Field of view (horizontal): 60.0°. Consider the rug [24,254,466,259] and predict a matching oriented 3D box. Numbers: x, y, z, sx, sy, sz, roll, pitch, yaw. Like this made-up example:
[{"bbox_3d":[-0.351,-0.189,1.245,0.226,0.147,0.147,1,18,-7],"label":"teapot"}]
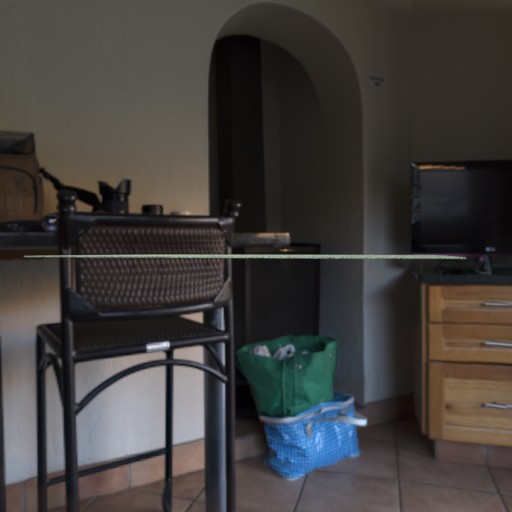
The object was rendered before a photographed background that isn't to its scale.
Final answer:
[{"bbox_3d":[0.000,0.000,2.192,1.747,0.006,1.143,0,1,18],"label":"rug"}]
